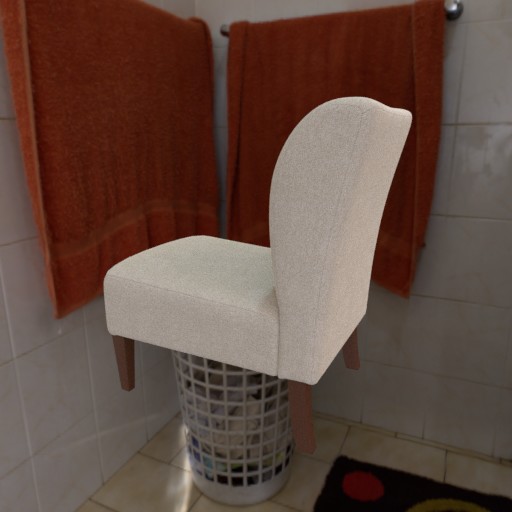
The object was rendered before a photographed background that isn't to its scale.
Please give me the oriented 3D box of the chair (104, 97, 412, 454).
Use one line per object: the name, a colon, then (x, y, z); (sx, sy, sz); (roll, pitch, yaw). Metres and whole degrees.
chair: (0.000, 0.000, 1.312); (0.754, 0.833, 0.521); (8, 17, 26)
